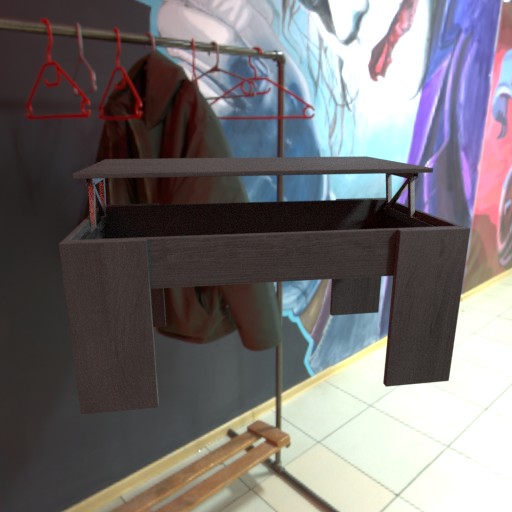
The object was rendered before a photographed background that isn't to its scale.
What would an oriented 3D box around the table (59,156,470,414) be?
[{"bbox_3d":[0.000,0.000,1.429,1.000,0.570,0.711,-3,17,-8],"label":"table"}]
